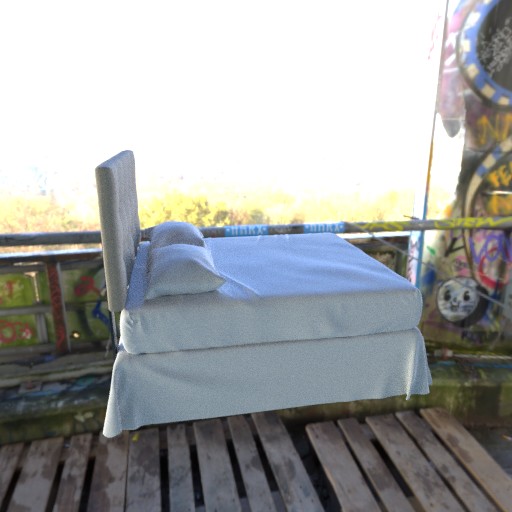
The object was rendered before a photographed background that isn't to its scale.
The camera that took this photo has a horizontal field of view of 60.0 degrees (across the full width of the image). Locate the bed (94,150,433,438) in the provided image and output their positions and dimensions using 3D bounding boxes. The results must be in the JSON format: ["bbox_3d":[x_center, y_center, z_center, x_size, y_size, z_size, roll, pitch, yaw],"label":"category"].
[{"bbox_3d":[0.000,0.000,3.506,2.222,1.577,1.936,-3,17,-10],"label":"bed"}]
